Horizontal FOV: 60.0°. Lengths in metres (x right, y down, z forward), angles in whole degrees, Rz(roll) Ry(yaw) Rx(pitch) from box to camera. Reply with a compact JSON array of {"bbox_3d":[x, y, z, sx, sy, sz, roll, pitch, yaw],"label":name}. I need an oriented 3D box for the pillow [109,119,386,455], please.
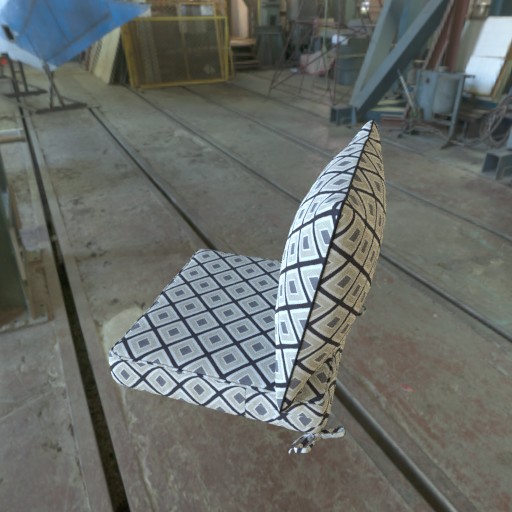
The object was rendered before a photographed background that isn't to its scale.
[{"bbox_3d":[0.000,0.000,1.376,0.733,0.722,0.798,9,31,15],"label":"pillow"}]
